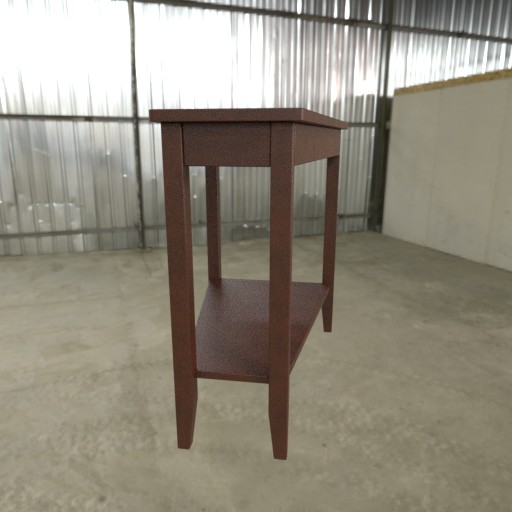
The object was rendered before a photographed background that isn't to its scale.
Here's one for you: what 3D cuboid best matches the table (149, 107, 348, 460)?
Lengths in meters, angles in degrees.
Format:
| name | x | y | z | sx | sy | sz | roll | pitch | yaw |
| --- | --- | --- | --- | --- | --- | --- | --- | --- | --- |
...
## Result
| name | x | y | z | sx | sy | sz | roll | pitch | yaw |
| --- | --- | --- | --- | --- | --- | --- | --- | --- | --- |
| table | 0.000 | 0.000 | 0.991 | 0.399 | 0.589 | 0.605 | 2 | 15 | 9 |
